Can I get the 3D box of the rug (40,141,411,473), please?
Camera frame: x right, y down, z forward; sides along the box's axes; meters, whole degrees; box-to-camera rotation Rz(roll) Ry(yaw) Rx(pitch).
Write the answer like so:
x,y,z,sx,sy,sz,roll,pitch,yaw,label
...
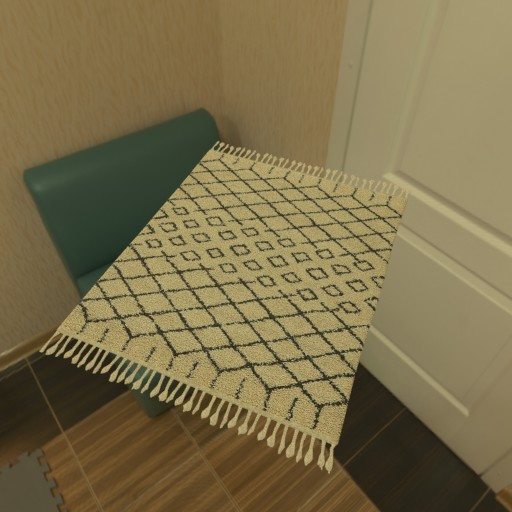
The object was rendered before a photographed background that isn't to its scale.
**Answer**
x,y,z,sx,sy,sz,roll,pitch,yaw,label
0.000,0.000,4.198,2.388,0.030,3.213,17,50,15,rug
